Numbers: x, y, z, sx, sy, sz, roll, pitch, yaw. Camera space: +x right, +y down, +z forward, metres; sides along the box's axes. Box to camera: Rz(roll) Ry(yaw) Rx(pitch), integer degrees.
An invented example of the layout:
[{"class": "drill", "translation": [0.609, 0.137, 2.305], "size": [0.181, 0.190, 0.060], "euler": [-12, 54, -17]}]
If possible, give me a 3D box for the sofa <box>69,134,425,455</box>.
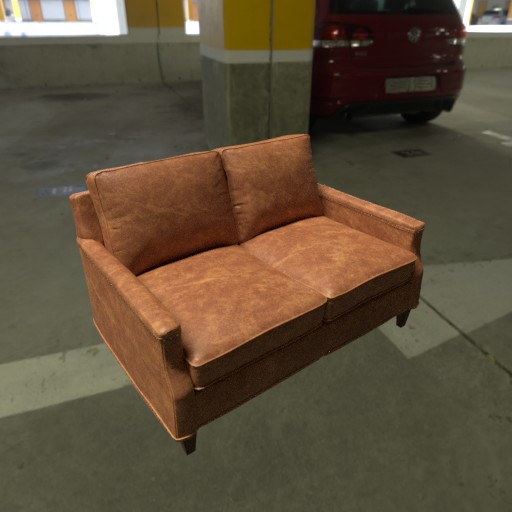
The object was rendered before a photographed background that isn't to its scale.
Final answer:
[{"class": "sofa", "translation": [0.000, 0.000, 2.358], "size": [1.597, 1.003, 1.084], "euler": [-20, 34, -32]}]
